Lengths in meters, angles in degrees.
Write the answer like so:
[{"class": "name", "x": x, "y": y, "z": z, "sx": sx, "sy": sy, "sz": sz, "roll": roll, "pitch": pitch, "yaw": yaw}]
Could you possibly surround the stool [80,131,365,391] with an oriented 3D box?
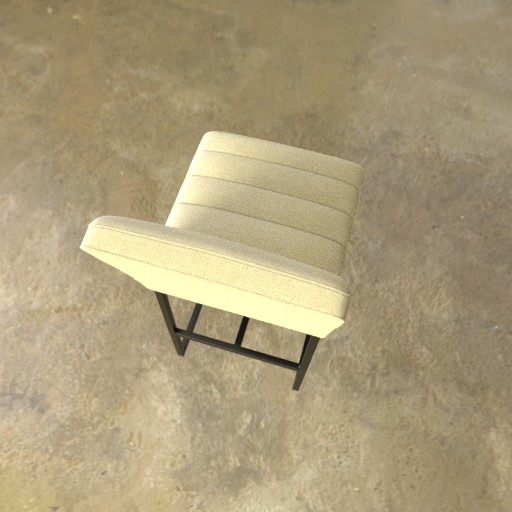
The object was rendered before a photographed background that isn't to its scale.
[{"class": "stool", "x": 0.000, "y": 0.000, "z": 1.218, "sx": 0.460, "sy": 0.940, "sz": 0.560, "roll": 15, "pitch": 65, "yaw": 7}]
